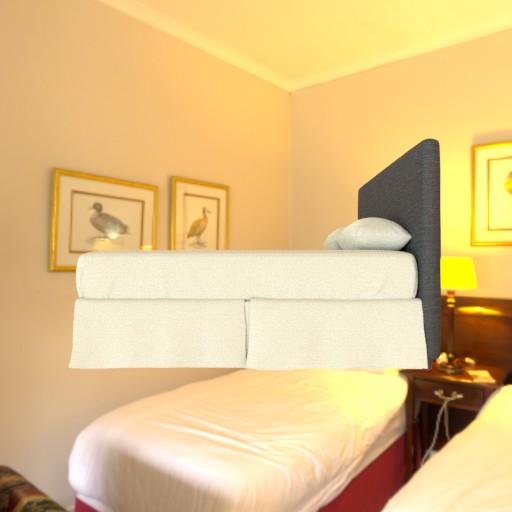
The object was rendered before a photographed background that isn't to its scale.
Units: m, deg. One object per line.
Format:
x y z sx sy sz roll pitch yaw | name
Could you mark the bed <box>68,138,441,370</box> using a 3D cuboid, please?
0.000 0.000 3.401 2.142 1.330 1.884 0 0 2 | bed
